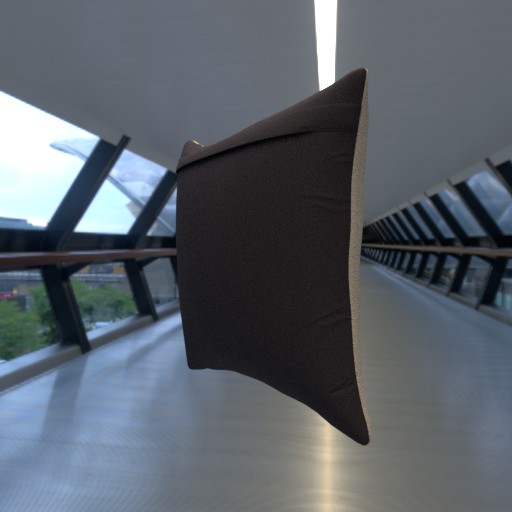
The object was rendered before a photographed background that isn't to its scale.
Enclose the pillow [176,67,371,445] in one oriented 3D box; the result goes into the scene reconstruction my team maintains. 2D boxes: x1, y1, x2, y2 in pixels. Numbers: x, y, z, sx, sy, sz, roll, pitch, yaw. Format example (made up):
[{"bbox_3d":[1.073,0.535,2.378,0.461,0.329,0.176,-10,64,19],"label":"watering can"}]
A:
[{"bbox_3d":[0.000,0.000,0.632,0.173,0.406,0.405,0,1,-36],"label":"pillow"}]
